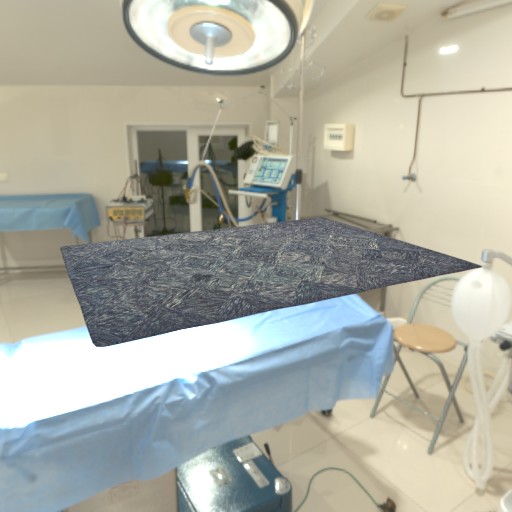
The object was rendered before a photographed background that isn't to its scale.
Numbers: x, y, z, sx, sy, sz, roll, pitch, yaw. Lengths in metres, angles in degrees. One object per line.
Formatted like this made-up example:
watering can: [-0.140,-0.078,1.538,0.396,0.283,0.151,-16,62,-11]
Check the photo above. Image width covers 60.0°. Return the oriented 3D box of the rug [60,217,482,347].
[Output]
rug: [0.000,0.000,4.167,3.245,0.024,2.385,-8,19,-26]
